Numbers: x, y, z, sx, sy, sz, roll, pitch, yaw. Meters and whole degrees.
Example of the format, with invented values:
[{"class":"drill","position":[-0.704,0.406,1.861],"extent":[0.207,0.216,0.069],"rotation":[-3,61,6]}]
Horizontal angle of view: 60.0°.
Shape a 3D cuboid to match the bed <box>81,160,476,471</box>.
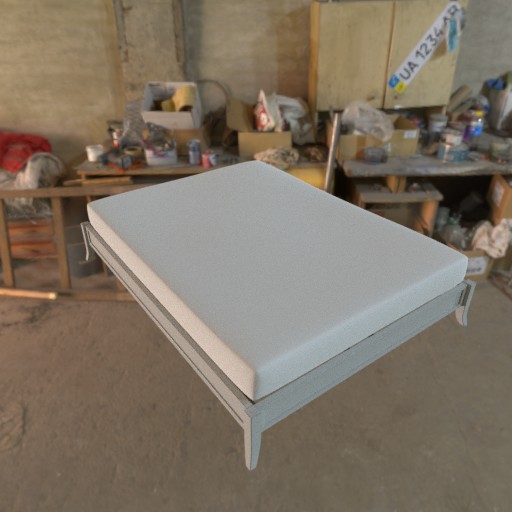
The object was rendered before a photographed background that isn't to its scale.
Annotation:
[{"class":"bed","position":[0.000,0.000,2.855],"extent":[1.604,0.510,2.108],"rotation":[-21,37,-30]}]
